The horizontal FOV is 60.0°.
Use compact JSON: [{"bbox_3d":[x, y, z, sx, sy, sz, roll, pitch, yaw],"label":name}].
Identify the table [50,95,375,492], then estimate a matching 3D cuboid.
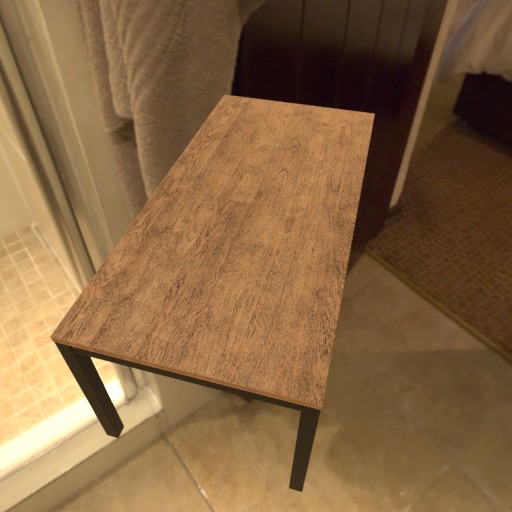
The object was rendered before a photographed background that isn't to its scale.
[{"bbox_3d":[0.000,0.000,2.243,0.893,0.767,1.805,11,46,11],"label":"table"}]
